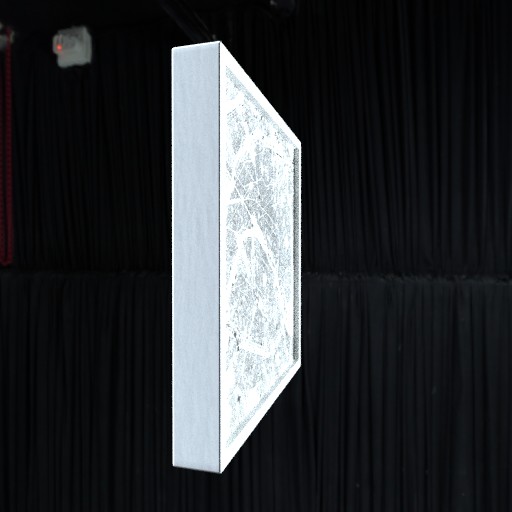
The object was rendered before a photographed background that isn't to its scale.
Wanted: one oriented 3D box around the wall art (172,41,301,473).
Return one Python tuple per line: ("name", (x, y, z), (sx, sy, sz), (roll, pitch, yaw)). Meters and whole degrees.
("wall art", (0.000, 0.000, 0.462), (0.038, 0.305, 0.305), (0, 1, 16))
